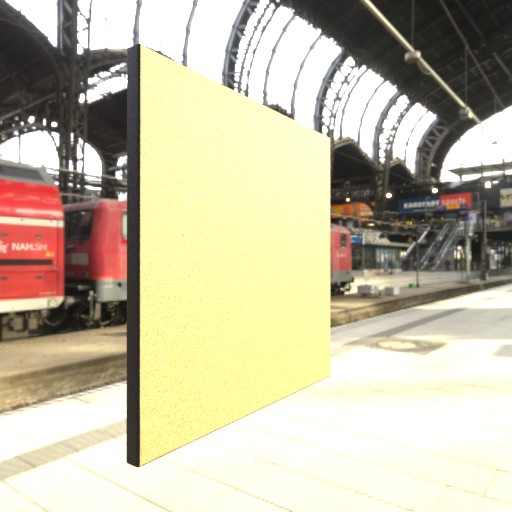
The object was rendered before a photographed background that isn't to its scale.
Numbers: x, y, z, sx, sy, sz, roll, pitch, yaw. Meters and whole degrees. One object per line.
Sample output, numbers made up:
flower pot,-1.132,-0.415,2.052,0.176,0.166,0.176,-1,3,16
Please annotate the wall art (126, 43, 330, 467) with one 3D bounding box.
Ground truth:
wall art,0.000,0.000,0.662,0.022,0.453,0.456,0,0,36
